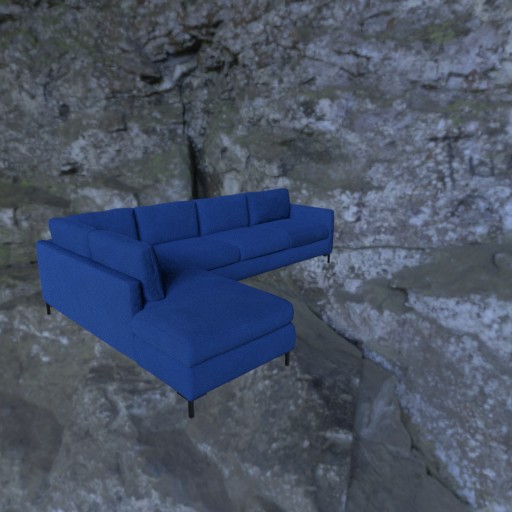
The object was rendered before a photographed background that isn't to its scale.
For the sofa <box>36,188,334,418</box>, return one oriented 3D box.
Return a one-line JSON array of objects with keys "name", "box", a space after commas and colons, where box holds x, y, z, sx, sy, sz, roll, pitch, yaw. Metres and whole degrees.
[{"name": "sofa", "box": [0.000, 0.000, 3.813, 2.007, 0.815, 2.949, 15, 21, 43]}]
